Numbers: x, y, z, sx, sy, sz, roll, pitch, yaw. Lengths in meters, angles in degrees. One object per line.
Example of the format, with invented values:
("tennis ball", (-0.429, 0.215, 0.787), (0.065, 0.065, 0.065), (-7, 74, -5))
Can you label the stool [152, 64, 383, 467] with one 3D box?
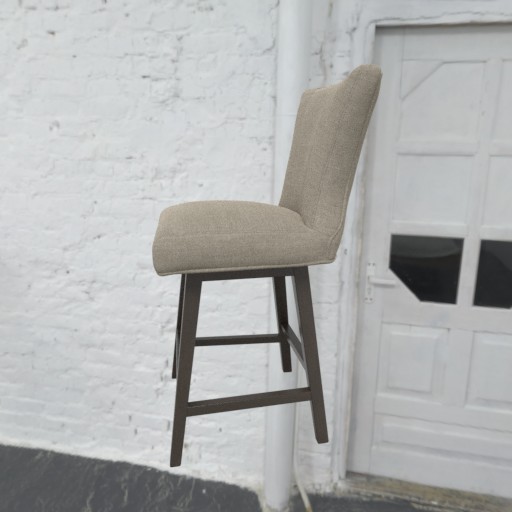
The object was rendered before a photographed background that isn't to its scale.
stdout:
("stool", (0.000, 0.000, 1.320), (0.574, 1.000, 0.514), (-2, 14, -10))
